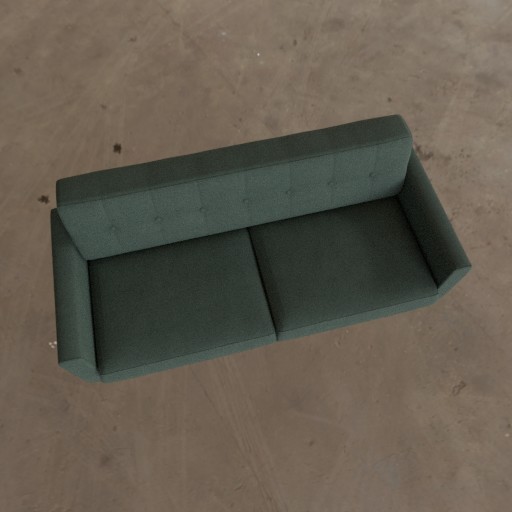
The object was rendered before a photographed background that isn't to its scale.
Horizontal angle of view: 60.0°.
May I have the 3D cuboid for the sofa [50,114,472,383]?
[{"bbox_3d":[0.000,0.000,2.396,2.029,0.841,0.909,-12,65,-6],"label":"sofa"}]
